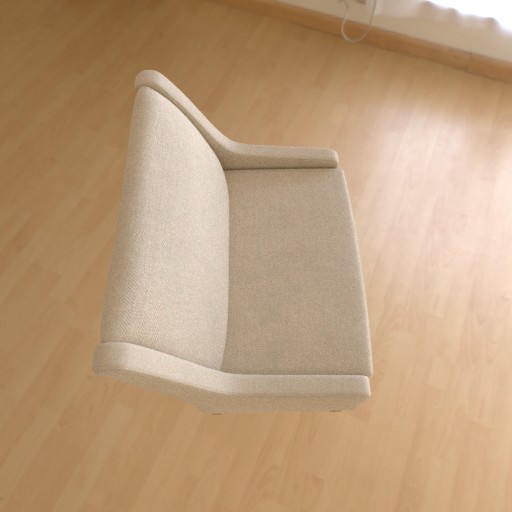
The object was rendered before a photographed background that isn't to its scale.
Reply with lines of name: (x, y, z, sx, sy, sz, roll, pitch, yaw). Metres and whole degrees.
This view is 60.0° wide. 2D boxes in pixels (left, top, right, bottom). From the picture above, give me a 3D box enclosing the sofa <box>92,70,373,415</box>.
sofa: (0.000, 0.000, 1.919, 0.946, 0.976, 1.212, -1, 62, -1)
